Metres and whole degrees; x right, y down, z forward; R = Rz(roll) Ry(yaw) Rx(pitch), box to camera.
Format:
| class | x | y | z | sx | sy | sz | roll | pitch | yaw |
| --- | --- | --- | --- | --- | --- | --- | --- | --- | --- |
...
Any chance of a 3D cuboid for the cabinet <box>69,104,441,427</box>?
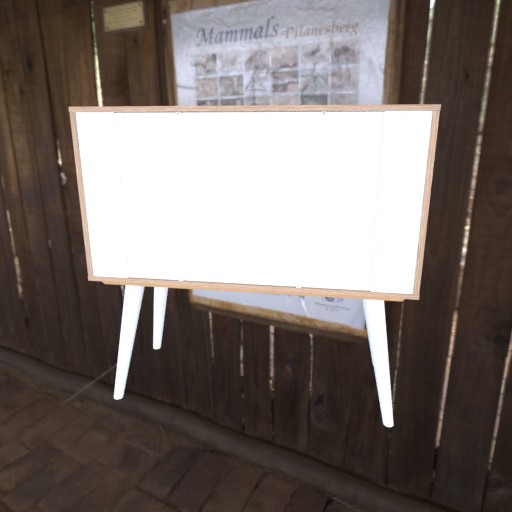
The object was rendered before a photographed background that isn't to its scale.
| class | x | y | z | sx | sy | sz | roll | pitch | yaw |
| --- | --- | --- | --- | --- | --- | --- | --- | --- | --- |
| cabinet | 0.000 | 0.000 | 1.607 | 1.057 | 1.016 | 0.470 | 3 | 17 | 9 |
